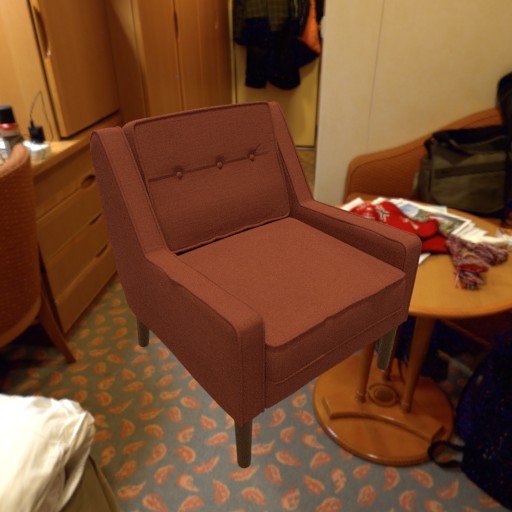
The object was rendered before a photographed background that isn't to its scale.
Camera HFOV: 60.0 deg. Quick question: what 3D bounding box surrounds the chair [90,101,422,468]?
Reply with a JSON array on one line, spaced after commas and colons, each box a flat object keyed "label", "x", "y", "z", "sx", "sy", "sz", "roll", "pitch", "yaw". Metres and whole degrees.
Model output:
[{"label": "chair", "x": 0.000, "y": 0.000, "z": 1.381, "sx": 0.680, "sy": 0.812, "sz": 0.770, "roll": -21, "pitch": 36, "yaw": -32}]
